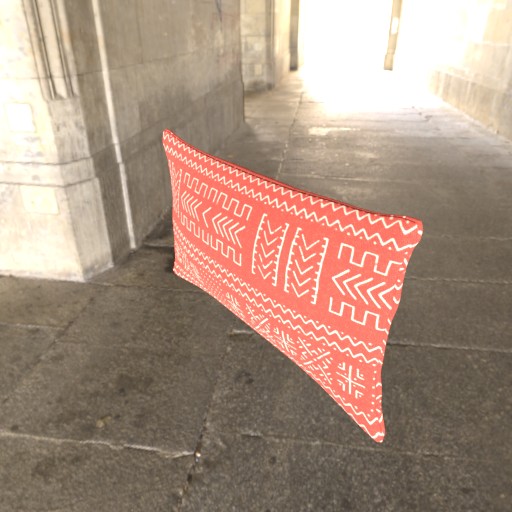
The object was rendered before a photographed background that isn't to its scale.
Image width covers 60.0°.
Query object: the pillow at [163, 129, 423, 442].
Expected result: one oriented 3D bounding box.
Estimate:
[{"bbox_3d":[0.000,0.000,0.802,0.130,0.352,0.640,-19,33,-32],"label":"pillow"}]
